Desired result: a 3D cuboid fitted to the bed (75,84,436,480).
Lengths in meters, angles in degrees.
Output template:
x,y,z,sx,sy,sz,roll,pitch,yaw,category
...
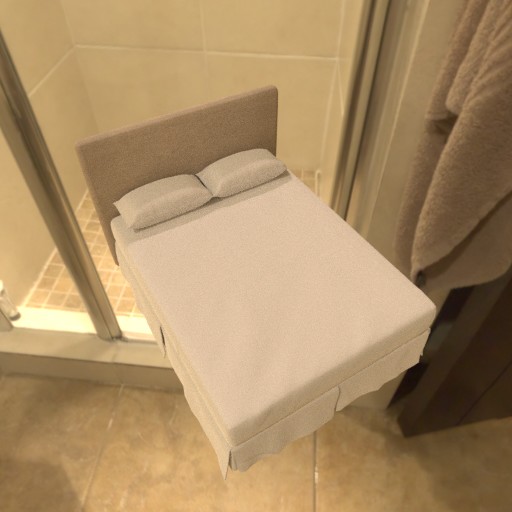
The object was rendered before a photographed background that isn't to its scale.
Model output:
x,y,z,sx,sy,sz,roll,pitch,yaw,category
0.000,0.000,3.209,1.713,1.330,2.162,-24,52,-21,bed
